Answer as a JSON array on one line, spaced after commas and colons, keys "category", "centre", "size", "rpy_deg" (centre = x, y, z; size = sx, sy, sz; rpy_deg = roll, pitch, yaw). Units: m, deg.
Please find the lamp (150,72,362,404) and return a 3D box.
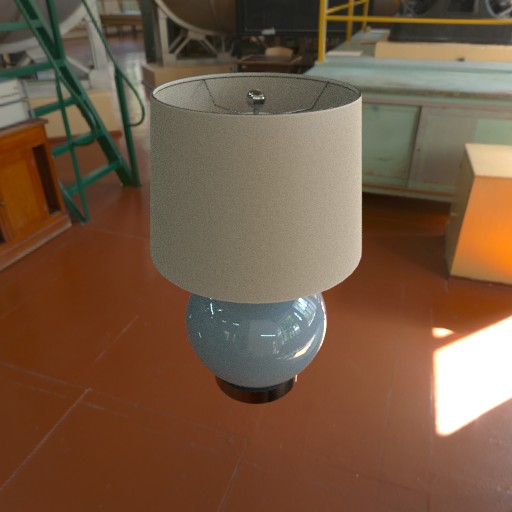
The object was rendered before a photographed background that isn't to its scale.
[{"category": "lamp", "centre": [0.000, 0.000, 0.539], "size": [0.247, 0.387, 0.247], "rpy_deg": [0, 31, 0]}]
